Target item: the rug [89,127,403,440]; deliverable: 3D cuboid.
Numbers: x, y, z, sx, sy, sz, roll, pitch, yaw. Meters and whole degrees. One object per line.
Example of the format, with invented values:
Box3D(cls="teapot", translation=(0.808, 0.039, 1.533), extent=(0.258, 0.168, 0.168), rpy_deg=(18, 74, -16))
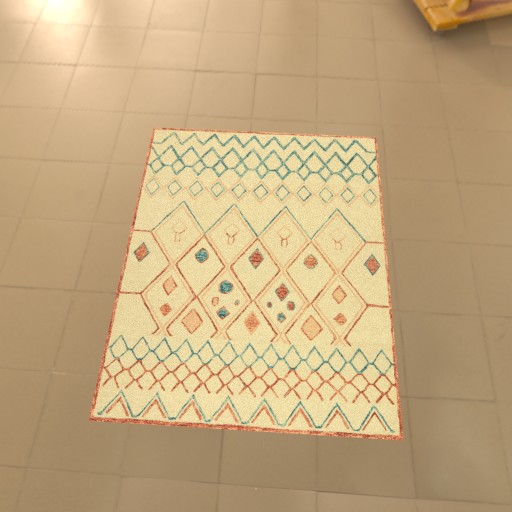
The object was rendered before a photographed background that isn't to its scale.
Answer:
Box3D(cls="rug", translation=(0.000, 0.000, 4.134), extent=(2.441, 0.016, 3.050), rpy_deg=(3, 62, 2))
